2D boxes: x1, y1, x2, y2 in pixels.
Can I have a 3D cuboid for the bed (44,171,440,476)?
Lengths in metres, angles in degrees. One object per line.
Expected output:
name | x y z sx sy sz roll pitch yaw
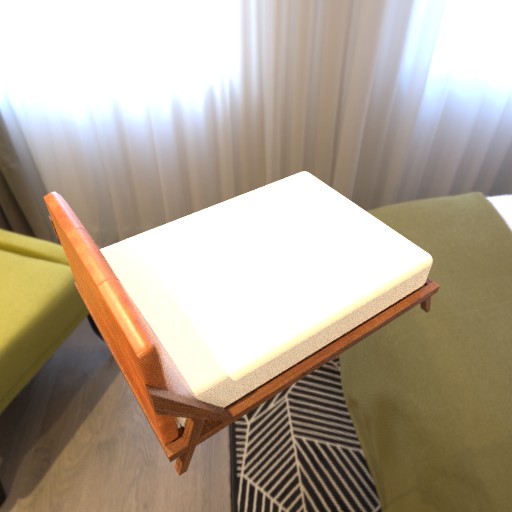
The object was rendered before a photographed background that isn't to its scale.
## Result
bed | 0.000 0.000 3.244 2.311 1.168 1.651 -25 47 -25
